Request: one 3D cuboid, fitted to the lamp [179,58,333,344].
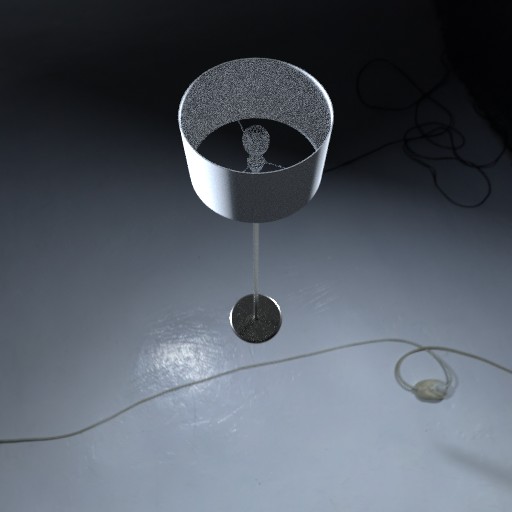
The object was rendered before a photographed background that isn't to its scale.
[{"bbox_3d":[0.000,0.000,1.640,0.347,1.443,0.347,-15,64,-8],"label":"lamp"}]
